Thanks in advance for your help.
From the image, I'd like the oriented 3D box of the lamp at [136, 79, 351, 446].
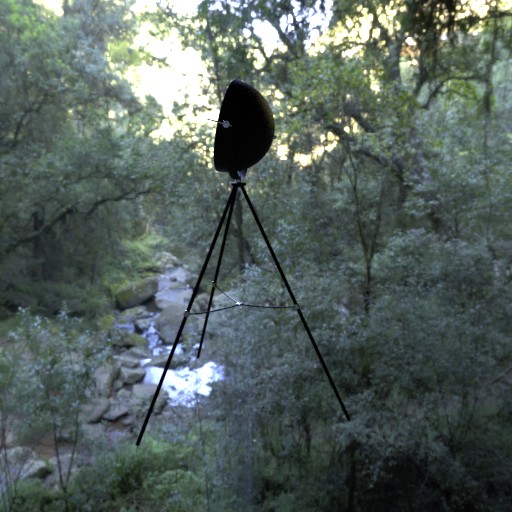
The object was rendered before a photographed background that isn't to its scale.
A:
[{"bbox_3d":[0.000,0.000,2.027,0.920,1.512,0.817,2,15,9],"label":"lamp"}]
